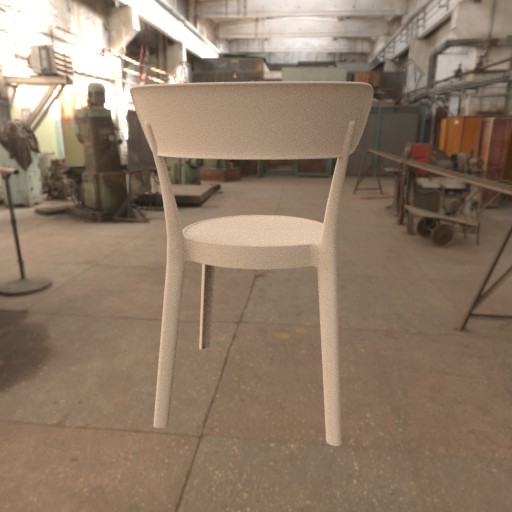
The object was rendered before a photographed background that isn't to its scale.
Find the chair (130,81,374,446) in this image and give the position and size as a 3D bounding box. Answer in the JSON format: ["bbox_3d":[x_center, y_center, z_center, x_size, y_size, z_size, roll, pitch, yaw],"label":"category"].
[{"bbox_3d":[0.000,0.000,1.127,0.506,0.790,0.491,2,16,8],"label":"chair"}]
